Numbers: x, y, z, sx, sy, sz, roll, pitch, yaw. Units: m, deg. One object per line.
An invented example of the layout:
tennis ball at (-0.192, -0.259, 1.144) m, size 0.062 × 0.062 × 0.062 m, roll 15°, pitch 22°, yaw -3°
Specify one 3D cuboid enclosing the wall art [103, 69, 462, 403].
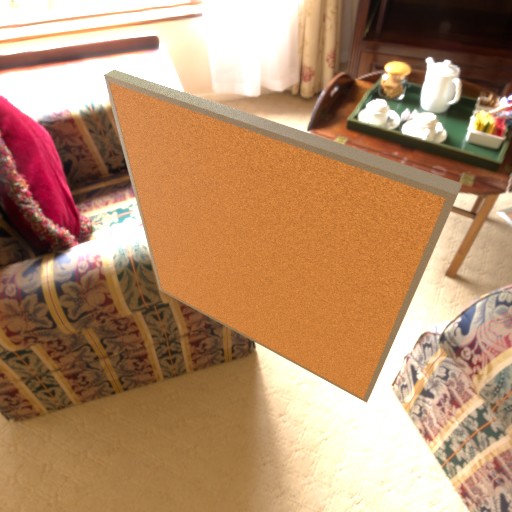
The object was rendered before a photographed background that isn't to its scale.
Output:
wall art at (0.000, 0.000, 1.187) m, size 0.809 × 0.807 × 0.038 m, roll 25°, pitch 52°, yaw 21°
